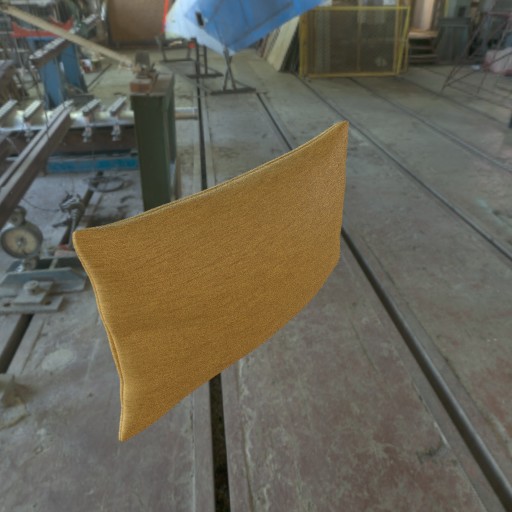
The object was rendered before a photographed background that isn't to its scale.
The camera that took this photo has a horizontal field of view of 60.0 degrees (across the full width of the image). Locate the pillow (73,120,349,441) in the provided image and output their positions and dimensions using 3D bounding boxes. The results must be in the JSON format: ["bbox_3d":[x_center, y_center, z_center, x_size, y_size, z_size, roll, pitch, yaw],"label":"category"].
[{"bbox_3d":[0.000,0.000,0.777,0.210,0.354,0.634,22,37,31],"label":"pillow"}]
